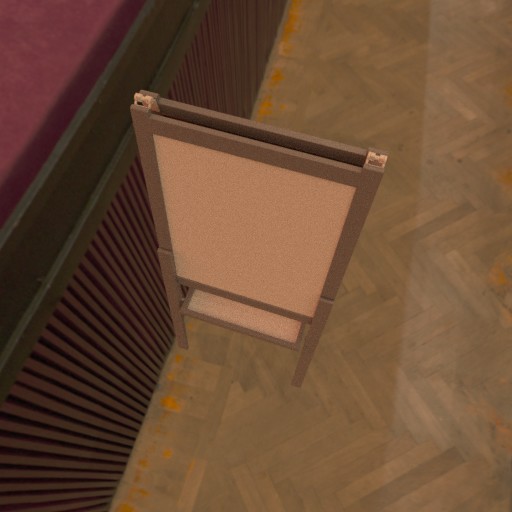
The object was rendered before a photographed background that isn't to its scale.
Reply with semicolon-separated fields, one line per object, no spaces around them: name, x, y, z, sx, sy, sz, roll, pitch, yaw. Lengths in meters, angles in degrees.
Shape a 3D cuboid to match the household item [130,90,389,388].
household item;0.000;0.000;1.406;0.531;1.172;0.469;16;65;8
